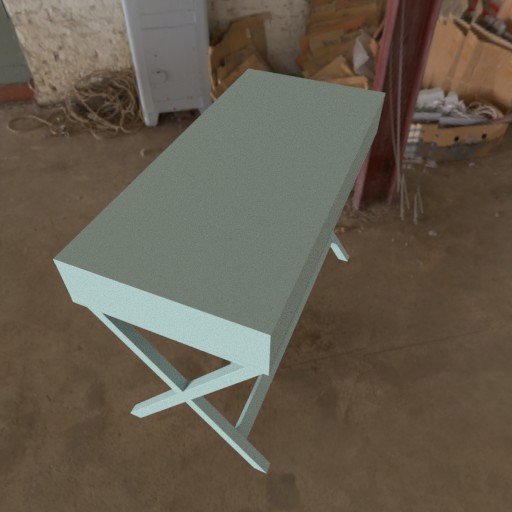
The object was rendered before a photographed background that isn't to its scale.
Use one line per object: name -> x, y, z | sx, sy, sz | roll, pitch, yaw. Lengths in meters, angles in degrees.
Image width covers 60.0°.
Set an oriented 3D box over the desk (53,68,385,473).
desk -> 0.000, 0.000, 1.505 | 0.509, 0.780, 1.059 | 17, 48, 16
